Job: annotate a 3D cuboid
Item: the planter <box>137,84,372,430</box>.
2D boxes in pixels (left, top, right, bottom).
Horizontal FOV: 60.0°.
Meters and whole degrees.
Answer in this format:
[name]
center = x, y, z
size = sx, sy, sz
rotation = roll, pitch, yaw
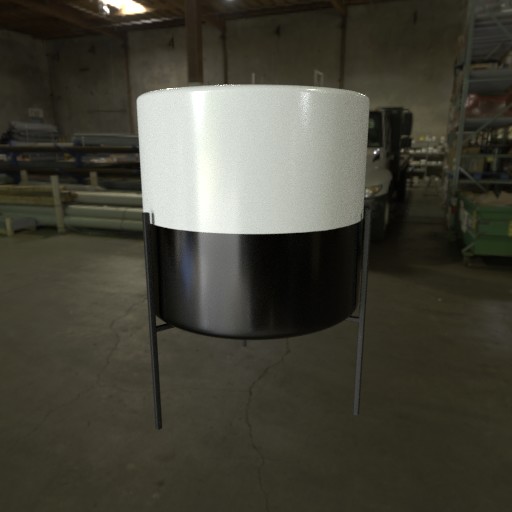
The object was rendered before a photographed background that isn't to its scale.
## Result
[planter]
center = 0.000, 0.000, 0.643
size = 0.310, 0.432, 0.310
rotation = 2, 14, 8
